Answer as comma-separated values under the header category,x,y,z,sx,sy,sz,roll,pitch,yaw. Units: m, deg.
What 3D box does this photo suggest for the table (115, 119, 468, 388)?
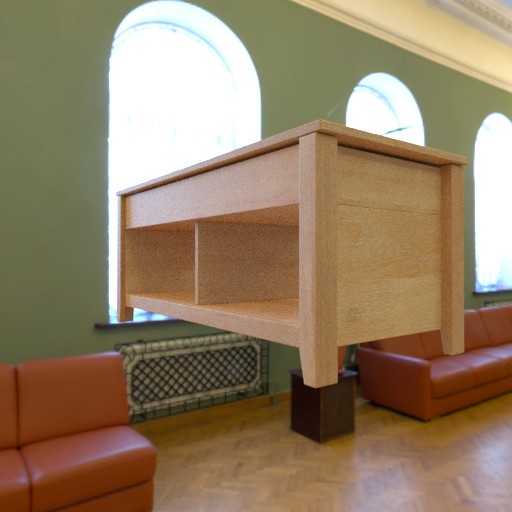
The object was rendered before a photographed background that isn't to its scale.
category,x,y,z,sx,sy,sz,roll,pitch,yaw
table,0.000,0.000,1.299,0.483,0.457,1.016,0,0,-37
